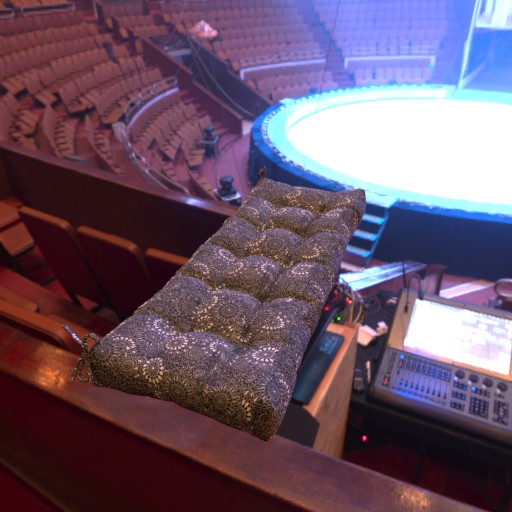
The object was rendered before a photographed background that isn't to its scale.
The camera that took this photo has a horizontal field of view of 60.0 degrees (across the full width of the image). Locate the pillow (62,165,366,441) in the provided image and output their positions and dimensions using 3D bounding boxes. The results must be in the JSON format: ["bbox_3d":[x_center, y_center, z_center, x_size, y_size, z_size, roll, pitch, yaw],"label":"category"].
[{"bbox_3d":[0.000,0.000,1.355,0.511,0.174,1.194,11,33,18],"label":"pillow"}]
